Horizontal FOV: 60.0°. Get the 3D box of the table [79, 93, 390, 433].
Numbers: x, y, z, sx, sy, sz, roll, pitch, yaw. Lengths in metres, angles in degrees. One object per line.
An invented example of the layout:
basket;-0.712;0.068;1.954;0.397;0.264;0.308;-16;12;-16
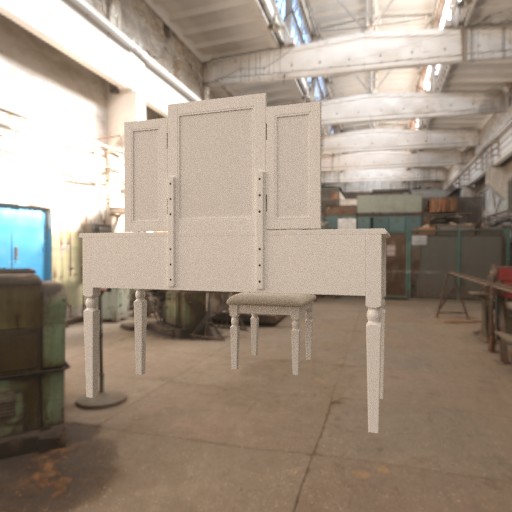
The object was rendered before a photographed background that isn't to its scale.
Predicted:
table;0.000;0.000;2.354;1.369;1.310;1.115;0;1;18
